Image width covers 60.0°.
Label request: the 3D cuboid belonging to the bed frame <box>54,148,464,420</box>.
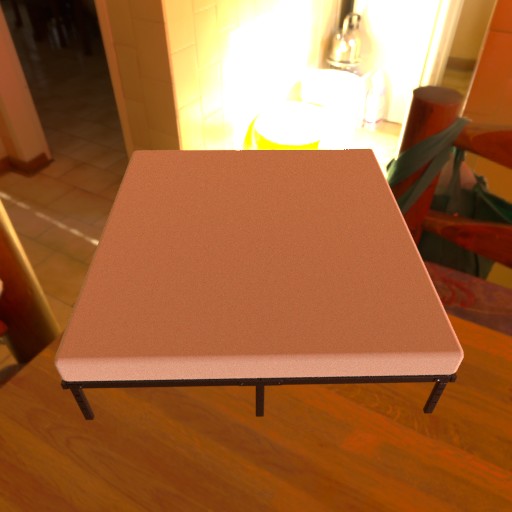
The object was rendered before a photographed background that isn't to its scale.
[{"bbox_3d":[0.000,0.000,3.855,2.526,0.680,2.635,-1,42,-1],"label":"bed frame"}]
